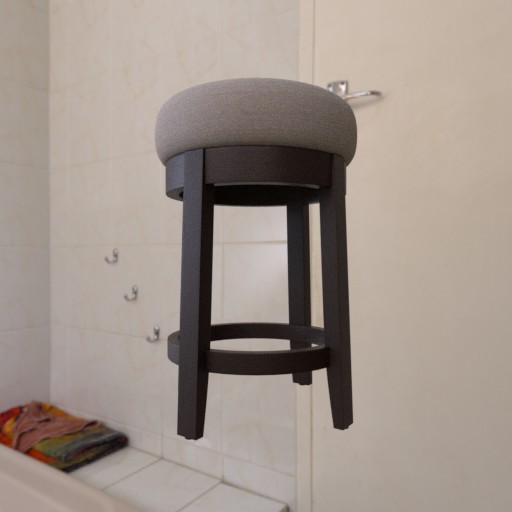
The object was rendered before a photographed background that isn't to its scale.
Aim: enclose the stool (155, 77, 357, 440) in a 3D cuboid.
[{"bbox_3d":[0.000,0.000,0.991,0.443,0.672,0.443,0,0,0],"label":"stool"}]
